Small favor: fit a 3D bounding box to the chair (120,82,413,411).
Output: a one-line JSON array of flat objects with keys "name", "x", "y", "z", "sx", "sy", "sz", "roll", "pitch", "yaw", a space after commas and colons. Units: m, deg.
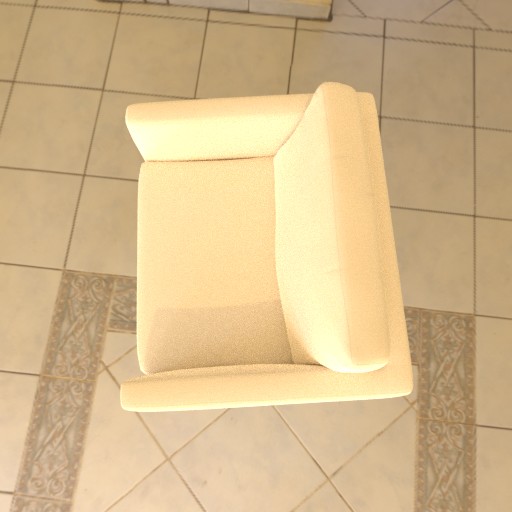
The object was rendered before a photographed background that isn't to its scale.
[{"name": "chair", "x": 0.000, "y": 0.000, "z": 1.625, "sx": 0.878, "sy": 0.885, "sz": 1.019, "roll": -3, "pitch": 76, "yaw": -1}]
